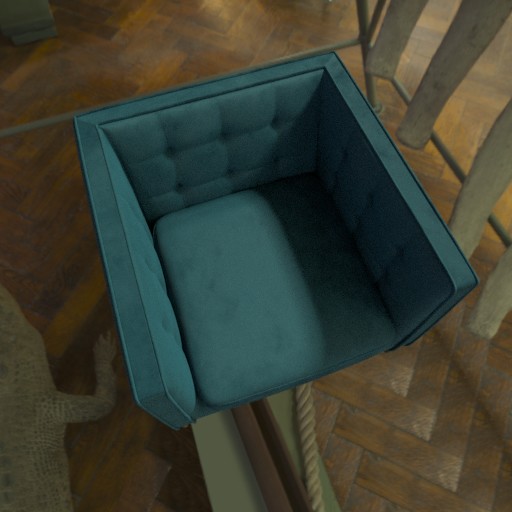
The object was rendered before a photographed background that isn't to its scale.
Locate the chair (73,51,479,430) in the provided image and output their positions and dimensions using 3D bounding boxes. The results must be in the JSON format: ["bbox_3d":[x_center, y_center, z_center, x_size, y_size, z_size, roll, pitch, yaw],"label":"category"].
[{"bbox_3d":[0.000,0.000,1.522,0.880,0.790,0.894,-17,65,-9],"label":"chair"}]
